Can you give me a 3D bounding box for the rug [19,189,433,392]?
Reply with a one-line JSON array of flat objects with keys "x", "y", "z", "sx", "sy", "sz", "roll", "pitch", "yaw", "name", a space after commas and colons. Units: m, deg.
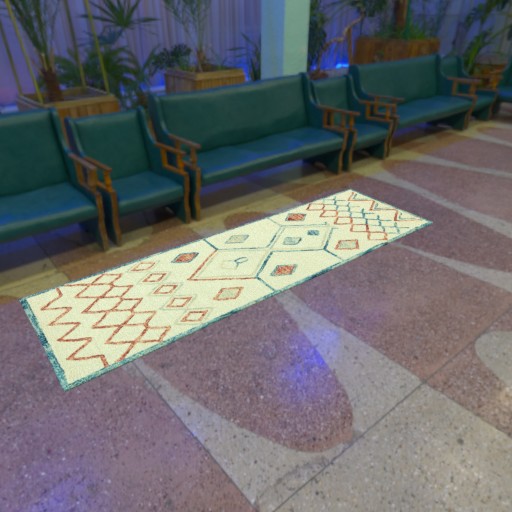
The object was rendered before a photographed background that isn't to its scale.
[{"x": 0.000, "y": 0.000, "z": 2.613, "sx": 2.435, "sy": 0.011, "sz": 0.750, "roll": -21, "pitch": 37, "yaw": -31, "name": "rug"}]
